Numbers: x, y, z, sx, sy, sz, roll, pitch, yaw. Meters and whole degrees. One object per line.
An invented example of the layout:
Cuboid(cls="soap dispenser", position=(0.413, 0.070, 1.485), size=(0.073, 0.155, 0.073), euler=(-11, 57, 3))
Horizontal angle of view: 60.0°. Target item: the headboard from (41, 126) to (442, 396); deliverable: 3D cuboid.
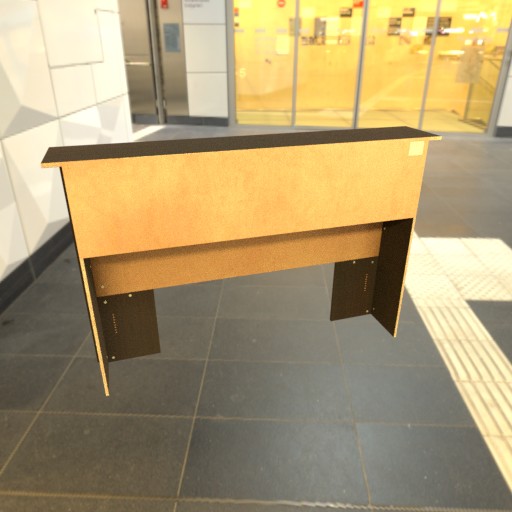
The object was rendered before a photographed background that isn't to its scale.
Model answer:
Cuboid(cls="headboard", position=(0.000, 0.000, 2.137), size=(1.671, 1.092, 0.279), euler=(-8, 27, -15))
